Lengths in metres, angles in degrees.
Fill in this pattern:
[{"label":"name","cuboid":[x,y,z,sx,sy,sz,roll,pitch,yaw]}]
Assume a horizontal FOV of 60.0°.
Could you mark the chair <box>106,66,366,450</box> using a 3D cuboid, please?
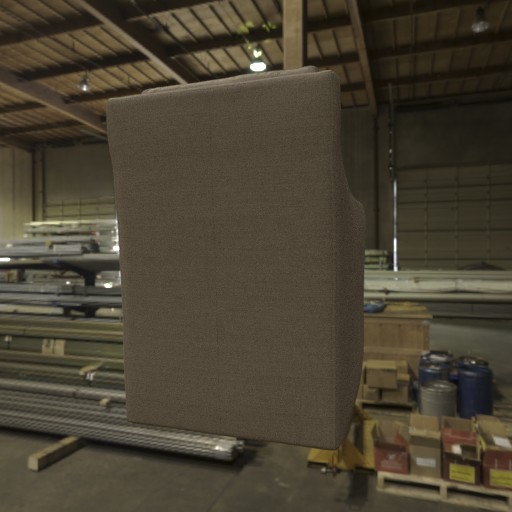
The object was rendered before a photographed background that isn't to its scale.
[{"label":"chair","cuboid":[0.000,0.000,1.359,0.626,0.914,0.694,0,0,18]}]
